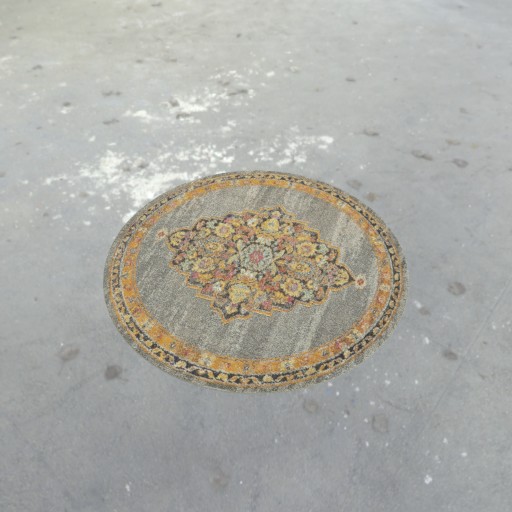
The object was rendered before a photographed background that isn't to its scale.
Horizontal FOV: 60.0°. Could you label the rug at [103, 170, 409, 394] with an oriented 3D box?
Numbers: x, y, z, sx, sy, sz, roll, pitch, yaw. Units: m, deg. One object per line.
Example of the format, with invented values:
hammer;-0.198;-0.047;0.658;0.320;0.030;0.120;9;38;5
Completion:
rug;0.000;0.000;3.547;2.382;0.014;2.382;0;45;0
